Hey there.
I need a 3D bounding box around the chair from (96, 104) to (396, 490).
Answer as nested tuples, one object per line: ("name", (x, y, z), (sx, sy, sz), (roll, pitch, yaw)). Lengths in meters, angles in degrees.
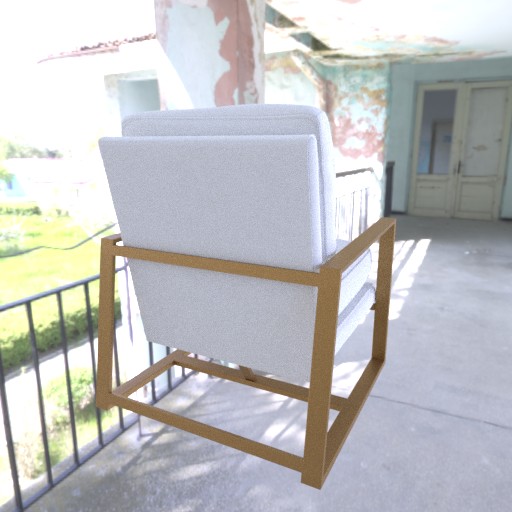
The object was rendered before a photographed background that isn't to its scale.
("chair", (0.000, 0.000, 1.550), (0.805, 0.966, 0.813), (7, 16, 27))
